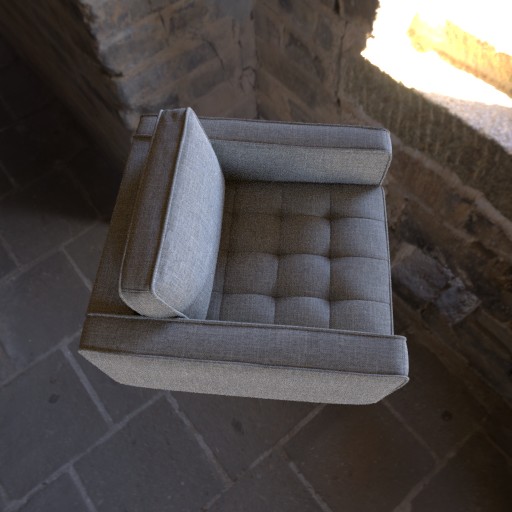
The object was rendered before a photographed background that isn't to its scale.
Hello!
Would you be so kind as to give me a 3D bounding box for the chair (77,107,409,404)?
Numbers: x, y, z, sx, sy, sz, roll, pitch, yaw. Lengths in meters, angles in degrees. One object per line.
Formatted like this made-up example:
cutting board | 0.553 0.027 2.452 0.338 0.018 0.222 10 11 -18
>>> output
chair | 0.000 0.000 1.542 0.914 0.765 0.889 4 63 2
